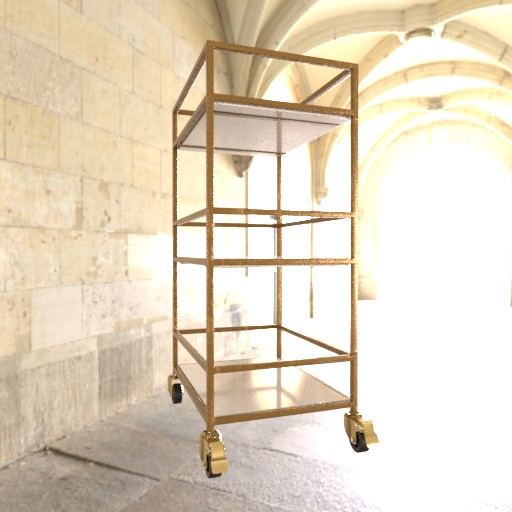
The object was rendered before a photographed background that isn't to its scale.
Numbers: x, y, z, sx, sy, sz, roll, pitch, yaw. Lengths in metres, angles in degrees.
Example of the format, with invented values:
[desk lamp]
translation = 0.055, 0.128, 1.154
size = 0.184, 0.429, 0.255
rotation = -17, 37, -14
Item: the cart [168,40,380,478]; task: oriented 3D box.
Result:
[cart]
translation = 0.000, 0.000, 0.996
size = 0.332, 0.761, 0.483
rotation = 0, 1, -19
